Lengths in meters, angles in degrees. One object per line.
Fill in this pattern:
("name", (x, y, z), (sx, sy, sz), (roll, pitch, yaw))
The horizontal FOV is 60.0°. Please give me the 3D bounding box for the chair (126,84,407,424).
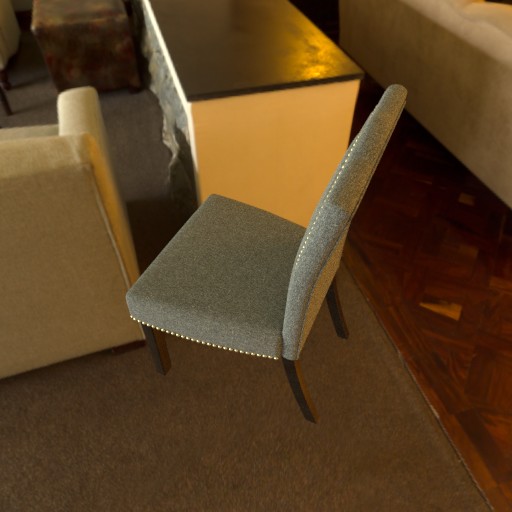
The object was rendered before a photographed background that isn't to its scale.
("chair", (0.000, 0.000, 1.270), (0.589, 0.946, 0.518), (18, 49, 17))
